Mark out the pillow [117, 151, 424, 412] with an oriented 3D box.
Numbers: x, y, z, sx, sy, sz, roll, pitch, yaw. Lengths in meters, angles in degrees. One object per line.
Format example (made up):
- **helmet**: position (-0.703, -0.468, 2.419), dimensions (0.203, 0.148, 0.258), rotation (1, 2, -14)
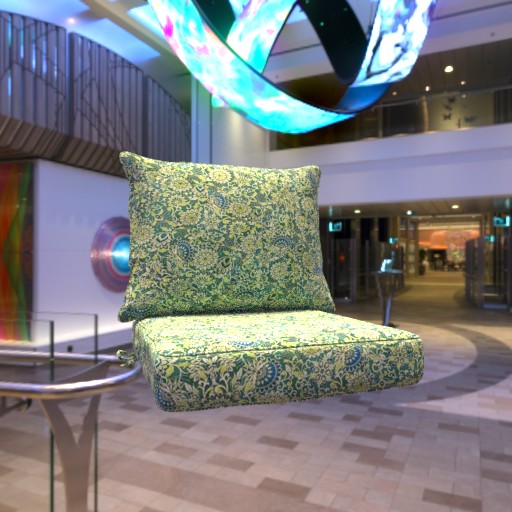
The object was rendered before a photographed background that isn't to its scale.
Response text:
- **pillow**: position (0.000, 0.000, 1.366), dimensions (0.798, 0.722, 0.740), rotation (0, 0, -20)
